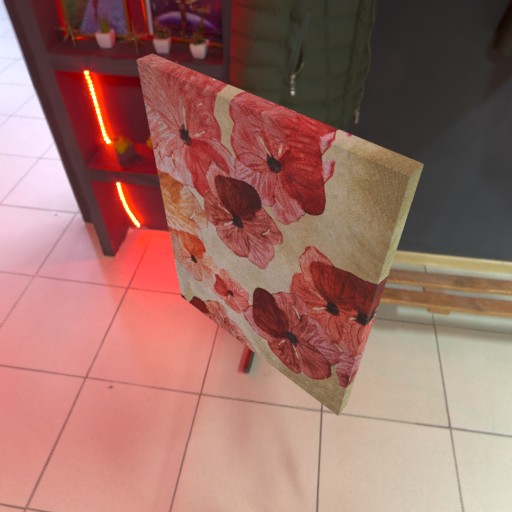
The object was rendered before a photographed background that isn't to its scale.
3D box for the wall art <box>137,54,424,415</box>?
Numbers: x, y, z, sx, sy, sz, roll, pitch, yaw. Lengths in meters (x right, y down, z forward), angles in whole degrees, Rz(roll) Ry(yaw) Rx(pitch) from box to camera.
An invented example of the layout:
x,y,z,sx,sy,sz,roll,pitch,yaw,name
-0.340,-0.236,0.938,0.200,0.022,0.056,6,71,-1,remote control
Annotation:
x,y,z,sx,sy,sz,roll,pitch,yaw,name
0.000,0.000,0.694,0.406,0.508,0.028,32,54,27,wall art
